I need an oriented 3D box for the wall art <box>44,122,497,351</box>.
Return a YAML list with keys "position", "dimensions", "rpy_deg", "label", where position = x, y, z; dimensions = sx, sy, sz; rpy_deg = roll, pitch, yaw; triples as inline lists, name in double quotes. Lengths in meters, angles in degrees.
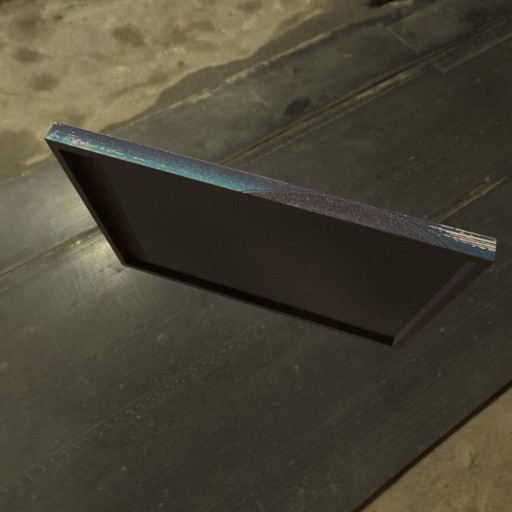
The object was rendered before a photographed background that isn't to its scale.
- position: [0.000, 0.000, 0.758]
  dimensions: [0.609, 0.406, 0.033]
  rpy_deg: [16, 64, 8]
  label: "wall art"
